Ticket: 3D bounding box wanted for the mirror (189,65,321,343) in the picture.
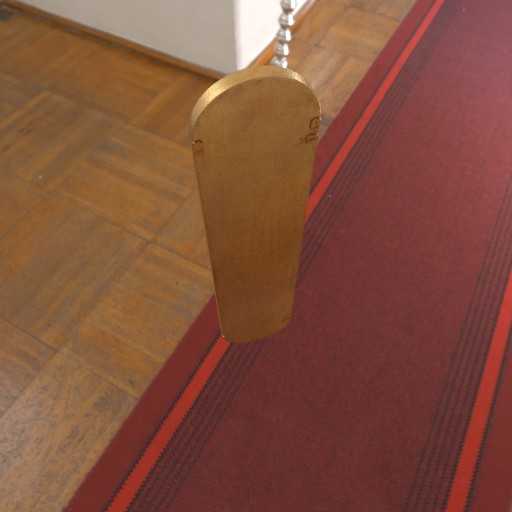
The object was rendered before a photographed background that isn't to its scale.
[{"bbox_3d":[0.000,0.000,1.071,0.222,0.991,0.032,-14,58,-9],"label":"mirror"}]
